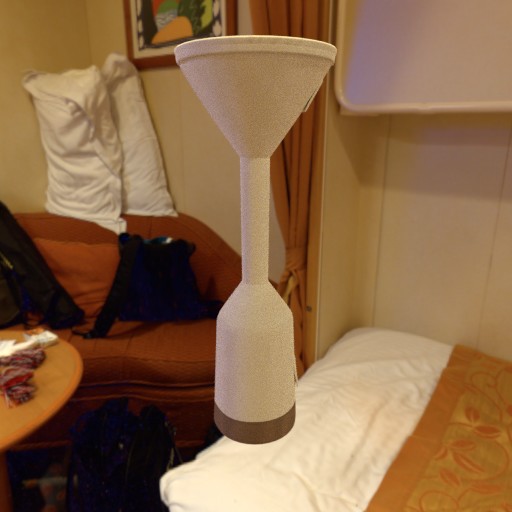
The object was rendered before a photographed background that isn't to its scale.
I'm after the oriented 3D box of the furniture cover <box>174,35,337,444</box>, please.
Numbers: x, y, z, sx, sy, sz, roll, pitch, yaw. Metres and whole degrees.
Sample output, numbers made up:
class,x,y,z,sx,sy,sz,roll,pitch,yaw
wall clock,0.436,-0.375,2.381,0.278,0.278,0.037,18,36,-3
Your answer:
class,x,y,z,sx,sy,sz,roll,pitch,yaw
furniture cover,0.000,0.000,2.838,0.914,2.413,0.914,-3,16,-9
